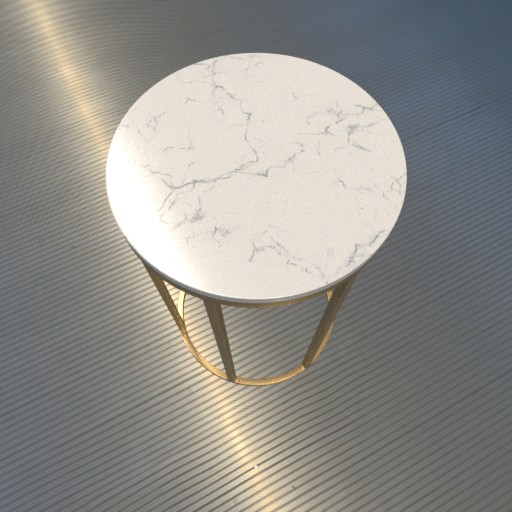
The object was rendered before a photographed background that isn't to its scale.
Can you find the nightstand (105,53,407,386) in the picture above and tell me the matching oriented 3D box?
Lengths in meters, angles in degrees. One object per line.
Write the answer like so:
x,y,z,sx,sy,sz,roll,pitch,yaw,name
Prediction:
0.000,0.000,0.869,0.400,0.610,0.400,15,66,7,nightstand
